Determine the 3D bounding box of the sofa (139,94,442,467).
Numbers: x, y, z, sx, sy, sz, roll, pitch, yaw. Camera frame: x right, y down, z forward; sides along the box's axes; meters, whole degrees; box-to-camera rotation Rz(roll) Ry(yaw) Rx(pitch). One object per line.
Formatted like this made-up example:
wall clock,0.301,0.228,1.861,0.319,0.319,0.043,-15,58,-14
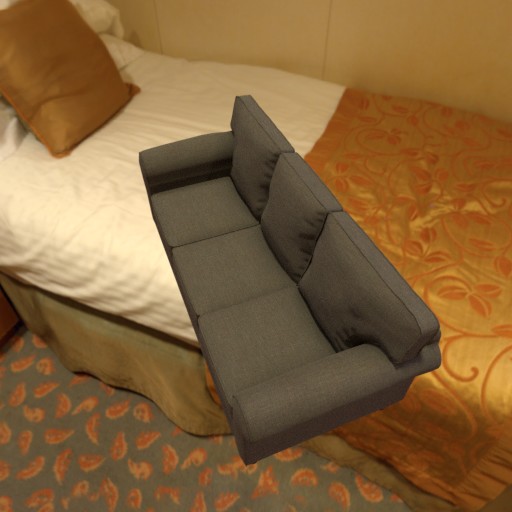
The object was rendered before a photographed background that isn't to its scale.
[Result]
sofa,0.000,0.000,2.559,0.909,0.966,2.084,-16,48,-15
